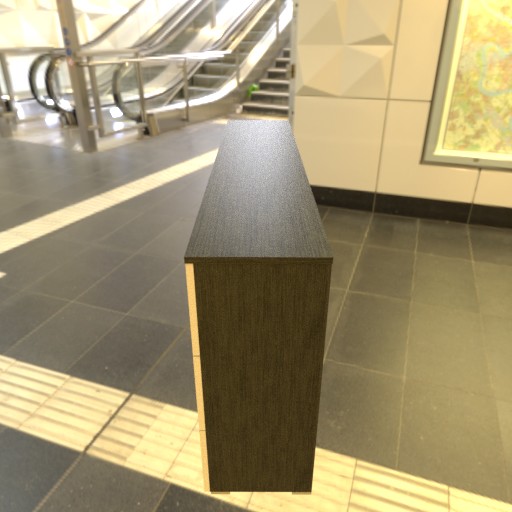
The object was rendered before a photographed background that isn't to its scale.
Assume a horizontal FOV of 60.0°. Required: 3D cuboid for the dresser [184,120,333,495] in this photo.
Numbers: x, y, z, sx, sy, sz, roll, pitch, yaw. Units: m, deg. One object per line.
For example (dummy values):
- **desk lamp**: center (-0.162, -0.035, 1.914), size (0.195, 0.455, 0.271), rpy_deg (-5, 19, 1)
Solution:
- **dresser**: center (0.000, 0.000, 1.800), size (0.333, 0.790, 1.535), rpy_deg (0, 27, 0)
